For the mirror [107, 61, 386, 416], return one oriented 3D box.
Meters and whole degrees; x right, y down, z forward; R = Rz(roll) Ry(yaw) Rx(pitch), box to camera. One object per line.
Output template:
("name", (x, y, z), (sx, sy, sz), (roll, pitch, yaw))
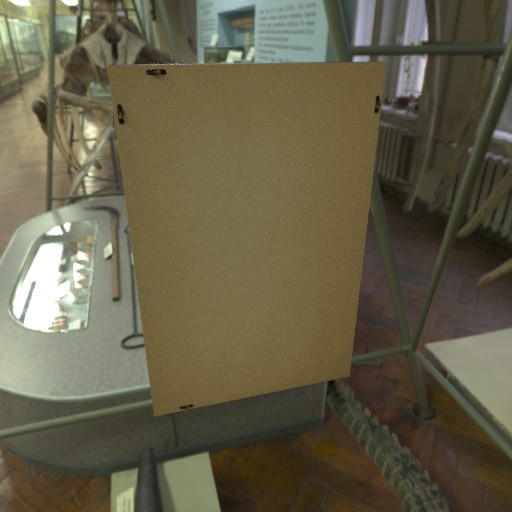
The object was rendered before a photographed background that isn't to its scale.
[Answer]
("mirror", (0.000, 0.000, 1.146), (0.609, 0.915, 0.041), (-7, 27, -14))
